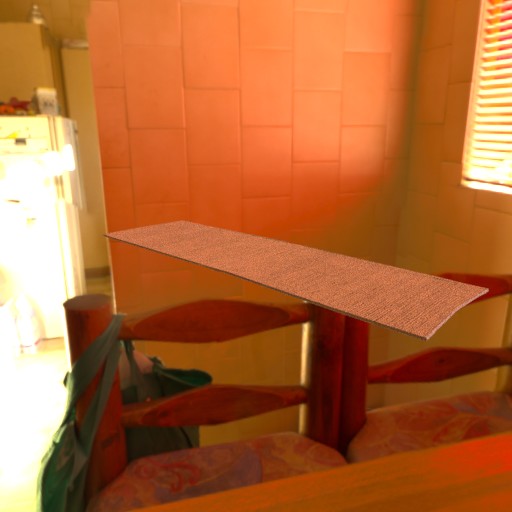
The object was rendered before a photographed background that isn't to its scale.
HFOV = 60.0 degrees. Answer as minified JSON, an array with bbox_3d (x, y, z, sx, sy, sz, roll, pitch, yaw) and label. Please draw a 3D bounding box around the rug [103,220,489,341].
[{"bbox_3d":[0.000,0.000,2.551,2.320,0.032,0.692,15,21,42],"label":"rug"}]
